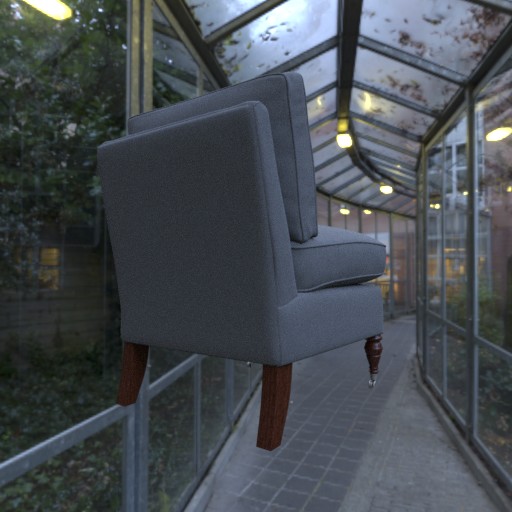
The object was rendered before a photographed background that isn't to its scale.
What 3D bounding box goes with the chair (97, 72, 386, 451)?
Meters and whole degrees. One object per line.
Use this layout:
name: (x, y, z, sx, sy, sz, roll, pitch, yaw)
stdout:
chair: (0.000, 0.000, 1.669, 0.724, 1.045, 0.924, -1, -2, 37)
